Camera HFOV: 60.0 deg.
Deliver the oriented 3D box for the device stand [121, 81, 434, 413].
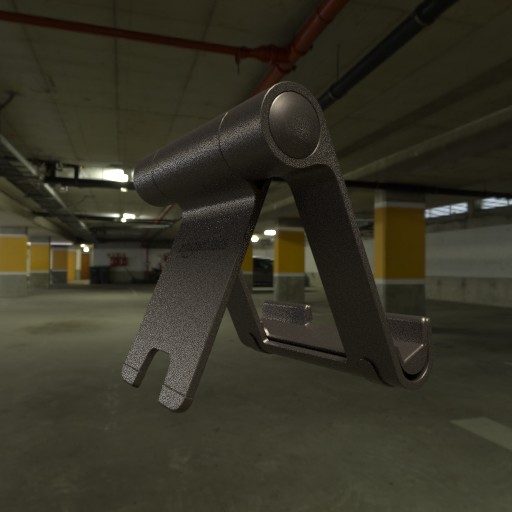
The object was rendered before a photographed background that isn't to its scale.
[{"bbox_3d":[0.000,0.000,0.153,0.079,0.084,0.088,1,-2,-35],"label":"device stand"}]
